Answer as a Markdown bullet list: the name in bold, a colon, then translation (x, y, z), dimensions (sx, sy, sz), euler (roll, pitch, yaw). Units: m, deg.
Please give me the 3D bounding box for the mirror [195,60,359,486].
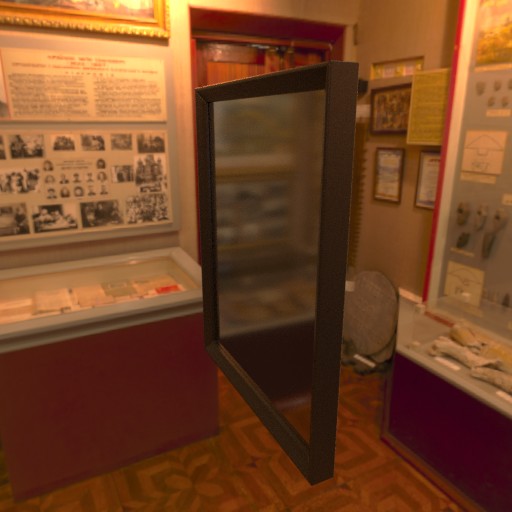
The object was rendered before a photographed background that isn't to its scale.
- **mirror**: translation (0.000, 0.000, 0.683), dimensions (0.041, 0.509, 0.406), euler (-8, 18, -25)
